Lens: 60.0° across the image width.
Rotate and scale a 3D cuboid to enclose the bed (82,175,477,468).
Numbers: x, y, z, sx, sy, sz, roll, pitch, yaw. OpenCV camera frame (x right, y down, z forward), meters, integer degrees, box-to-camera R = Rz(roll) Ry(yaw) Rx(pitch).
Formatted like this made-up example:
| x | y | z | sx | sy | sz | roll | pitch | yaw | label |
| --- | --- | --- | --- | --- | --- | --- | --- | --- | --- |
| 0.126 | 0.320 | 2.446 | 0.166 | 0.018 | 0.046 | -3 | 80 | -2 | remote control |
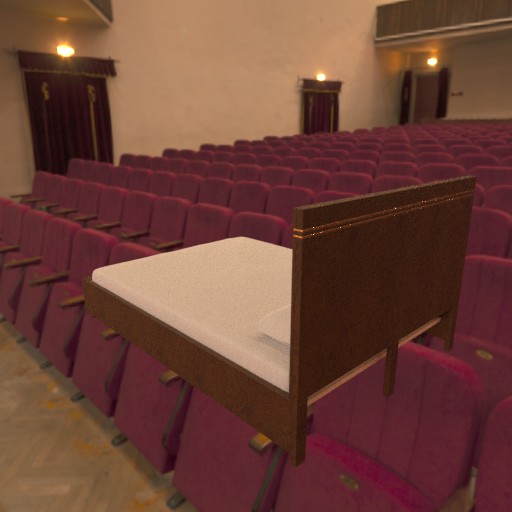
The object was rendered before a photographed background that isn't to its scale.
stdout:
| x | y | z | sx | sy | sz | roll | pitch | yaw | label |
| --- | --- | --- | --- | --- | --- | --- | --- | --- | --- |
| 0.000 | 0.000 | 3.118 | 1.613 | 1.169 | 2.221 | -15 | 22 | -41 | bed |
